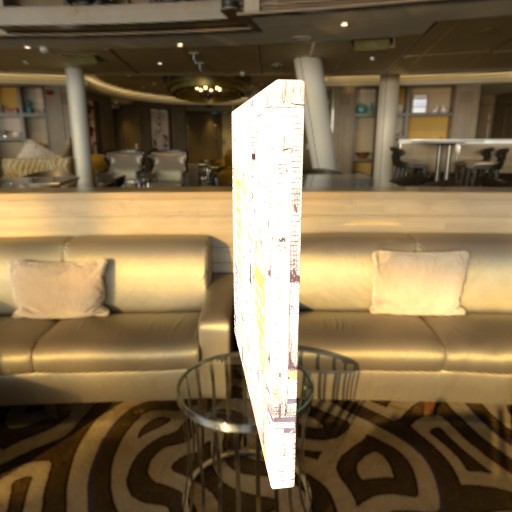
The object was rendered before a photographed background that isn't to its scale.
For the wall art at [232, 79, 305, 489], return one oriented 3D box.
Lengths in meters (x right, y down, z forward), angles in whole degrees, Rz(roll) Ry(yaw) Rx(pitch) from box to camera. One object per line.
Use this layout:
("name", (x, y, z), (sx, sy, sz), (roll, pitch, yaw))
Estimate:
("wall art", (0.000, 0.000, 0.917), (0.038, 0.608, 0.607), (-2, 15, -8))
